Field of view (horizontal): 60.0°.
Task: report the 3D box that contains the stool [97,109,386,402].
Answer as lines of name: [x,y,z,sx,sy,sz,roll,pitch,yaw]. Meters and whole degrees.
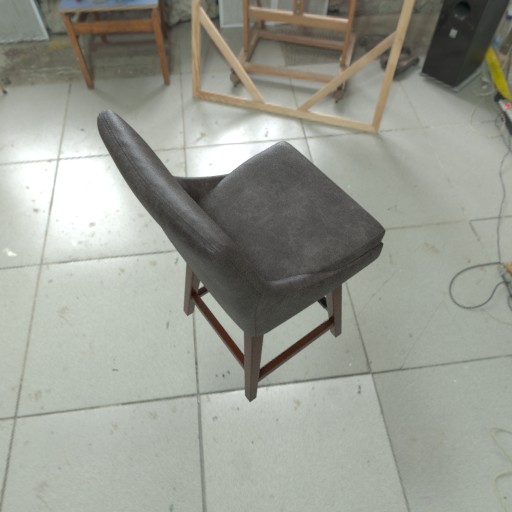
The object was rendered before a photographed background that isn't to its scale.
stool: [0.000,0.000,1.373,0.587,1.046,0.492,-32,62,-19]
